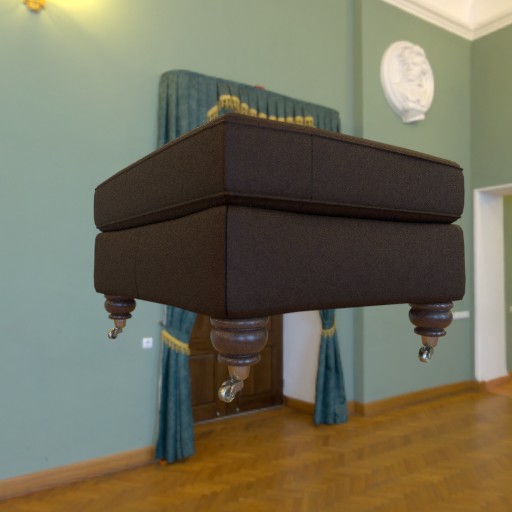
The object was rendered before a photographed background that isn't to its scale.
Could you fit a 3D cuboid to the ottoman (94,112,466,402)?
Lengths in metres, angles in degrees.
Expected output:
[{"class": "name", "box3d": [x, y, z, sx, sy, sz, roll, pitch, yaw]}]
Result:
[{"class": "ottoman", "box3d": [0.000, 0.000, 1.738, 0.967, 0.730, 1.187, 1, -1, -34]}]
